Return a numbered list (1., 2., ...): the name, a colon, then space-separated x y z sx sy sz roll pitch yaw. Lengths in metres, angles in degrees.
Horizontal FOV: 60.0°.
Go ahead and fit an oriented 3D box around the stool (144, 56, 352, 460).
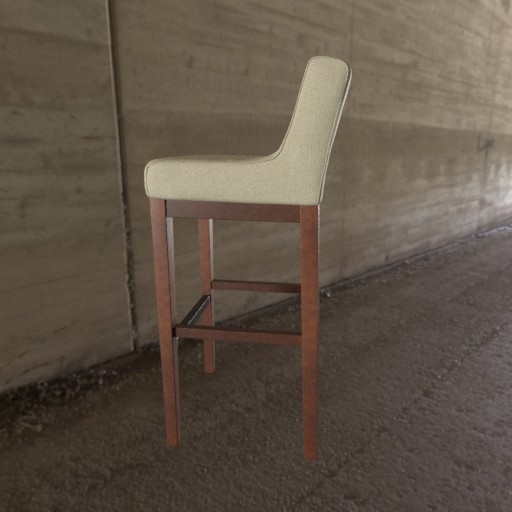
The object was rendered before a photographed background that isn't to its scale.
1. stool: 0.000 0.000 1.345 0.500 1.037 0.511 2 14 8
